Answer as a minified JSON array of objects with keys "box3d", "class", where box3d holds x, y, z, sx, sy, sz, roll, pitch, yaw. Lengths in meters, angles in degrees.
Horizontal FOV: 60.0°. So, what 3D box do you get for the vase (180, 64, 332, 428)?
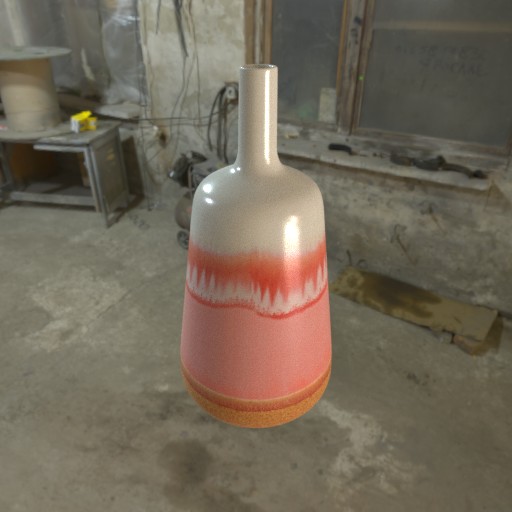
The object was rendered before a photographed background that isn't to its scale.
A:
[{"box3d":[0.000,0.000,0.374,0.144,0.296,0.144,0,30,0],"class":"vase"}]
